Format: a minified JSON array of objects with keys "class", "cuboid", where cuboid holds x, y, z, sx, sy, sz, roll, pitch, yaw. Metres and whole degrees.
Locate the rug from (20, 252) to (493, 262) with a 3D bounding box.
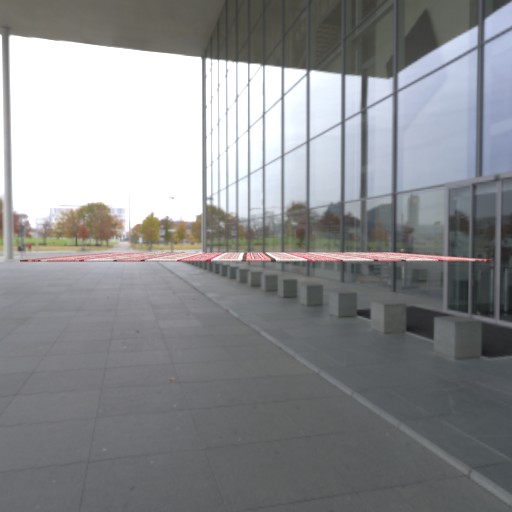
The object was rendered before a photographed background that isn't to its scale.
[{"class":"rug","cuboid":[0.000,0.000,3.036,2.431,0.010,1.535,0,2,-1]}]
